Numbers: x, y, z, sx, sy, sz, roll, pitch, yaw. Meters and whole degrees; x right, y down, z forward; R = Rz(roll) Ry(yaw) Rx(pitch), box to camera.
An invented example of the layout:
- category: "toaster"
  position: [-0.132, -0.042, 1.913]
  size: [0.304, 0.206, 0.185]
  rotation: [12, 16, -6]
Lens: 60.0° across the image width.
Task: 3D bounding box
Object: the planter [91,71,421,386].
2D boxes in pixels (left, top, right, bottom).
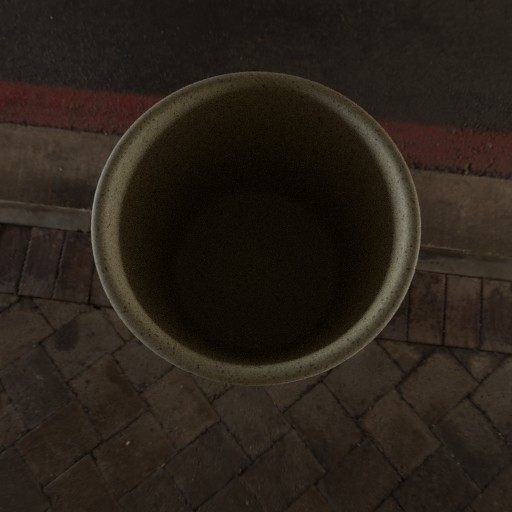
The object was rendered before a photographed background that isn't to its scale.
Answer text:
- category: "planter"
  position: [0.000, 0.000, 0.352]
  size: [0.191, 0.199, 0.191]
  rotation: [0, 76, 0]
